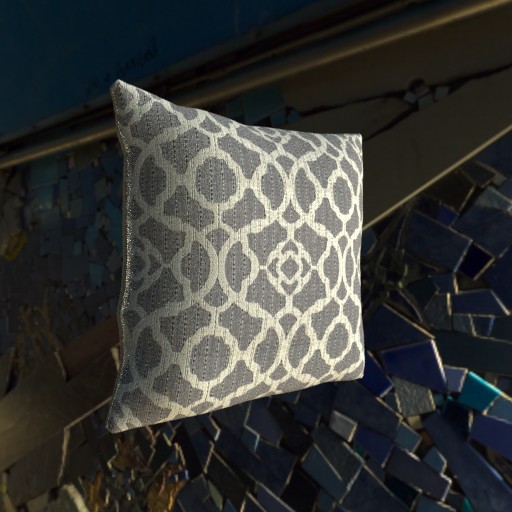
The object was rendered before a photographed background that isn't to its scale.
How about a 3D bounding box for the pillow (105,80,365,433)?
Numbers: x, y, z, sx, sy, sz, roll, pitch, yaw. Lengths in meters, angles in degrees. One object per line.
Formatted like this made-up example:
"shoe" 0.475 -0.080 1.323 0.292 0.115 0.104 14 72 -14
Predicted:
"pillow" 0.000 0.000 0.765 0.508 0.498 0.215 0 0 -35
